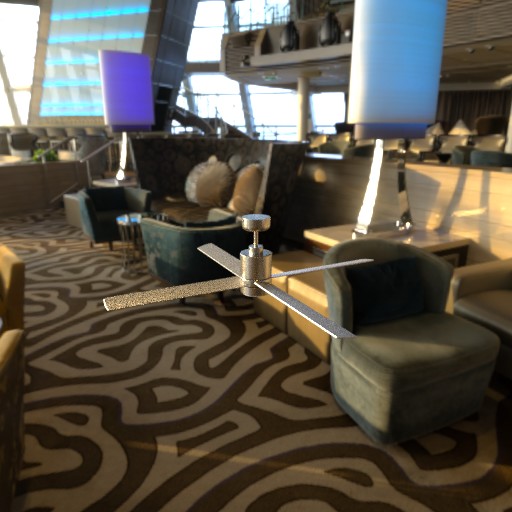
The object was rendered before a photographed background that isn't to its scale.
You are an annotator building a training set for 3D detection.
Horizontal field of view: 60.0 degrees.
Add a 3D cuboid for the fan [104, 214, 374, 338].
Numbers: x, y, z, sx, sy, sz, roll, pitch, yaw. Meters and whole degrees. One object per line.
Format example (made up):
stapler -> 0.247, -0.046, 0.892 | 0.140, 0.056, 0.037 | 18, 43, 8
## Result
fan -> 0.000, 0.000, 1.984 | 1.322, 0.355, 1.322 | -8, 18, -26
